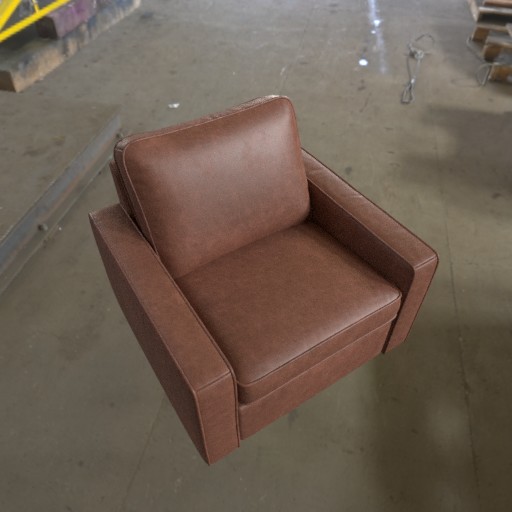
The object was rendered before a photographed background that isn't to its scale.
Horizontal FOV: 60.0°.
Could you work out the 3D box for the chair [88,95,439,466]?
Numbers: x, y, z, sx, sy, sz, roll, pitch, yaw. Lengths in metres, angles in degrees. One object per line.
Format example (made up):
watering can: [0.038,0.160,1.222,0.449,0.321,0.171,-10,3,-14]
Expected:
chair: [0.000,0.000,1.729,1.017,0.919,0.940,-25,51,-22]
